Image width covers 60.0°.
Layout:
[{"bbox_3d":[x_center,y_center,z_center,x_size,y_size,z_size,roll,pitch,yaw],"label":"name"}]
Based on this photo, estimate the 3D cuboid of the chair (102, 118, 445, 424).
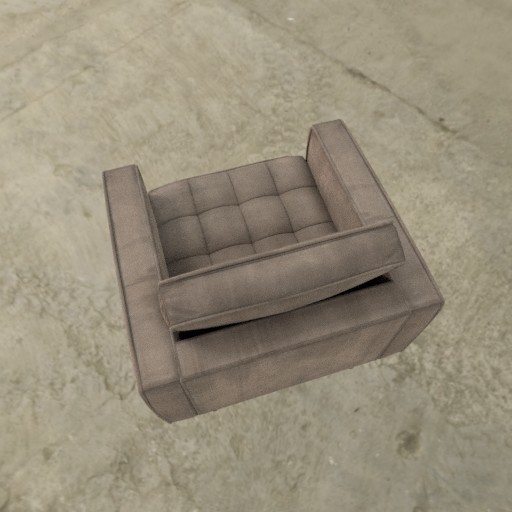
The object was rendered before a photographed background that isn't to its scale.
[{"bbox_3d":[0.000,0.000,1.557,0.928,0.773,0.843,-15,61,-8],"label":"chair"}]
